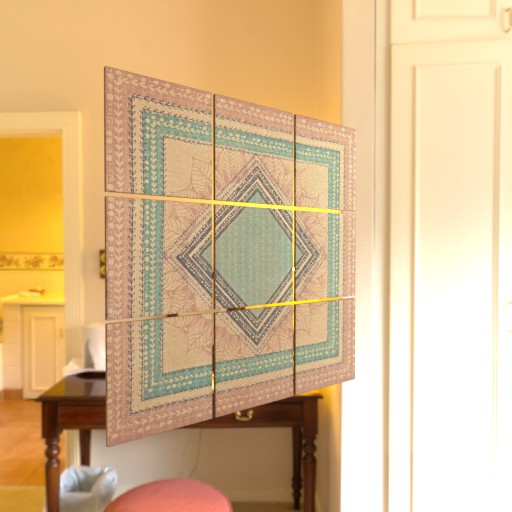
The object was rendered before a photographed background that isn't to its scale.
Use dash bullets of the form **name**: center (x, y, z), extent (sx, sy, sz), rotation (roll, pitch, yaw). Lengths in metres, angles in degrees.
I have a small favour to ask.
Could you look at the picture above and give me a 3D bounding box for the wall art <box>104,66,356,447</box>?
- **wall art**: center (0.000, 0.000, 1.786), extent (1.215, 1.213, 0.013), rotation (-1, 1, -38)
